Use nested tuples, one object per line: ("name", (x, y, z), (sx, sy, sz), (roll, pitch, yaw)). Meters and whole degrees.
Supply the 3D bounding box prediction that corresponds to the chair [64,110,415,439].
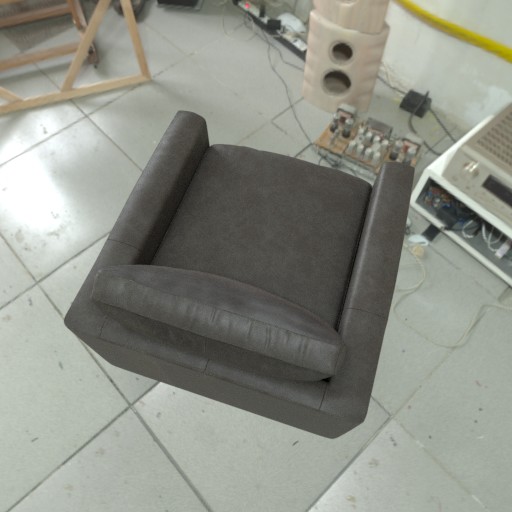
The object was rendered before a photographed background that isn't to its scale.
("chair", (0.000, 0.000, 1.812), (1.106, 0.807, 1.080), (16, 64, 8))
